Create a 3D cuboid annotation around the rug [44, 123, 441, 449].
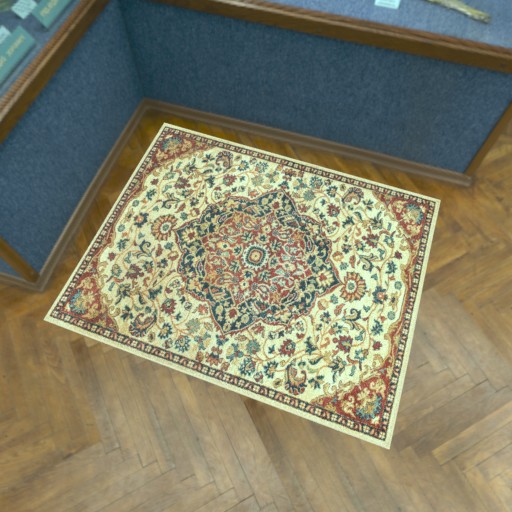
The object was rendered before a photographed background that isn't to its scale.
[{"bbox_3d":[0.000,0.000,4.166,3.067,0.005,2.454,18,64,9],"label":"rug"}]
